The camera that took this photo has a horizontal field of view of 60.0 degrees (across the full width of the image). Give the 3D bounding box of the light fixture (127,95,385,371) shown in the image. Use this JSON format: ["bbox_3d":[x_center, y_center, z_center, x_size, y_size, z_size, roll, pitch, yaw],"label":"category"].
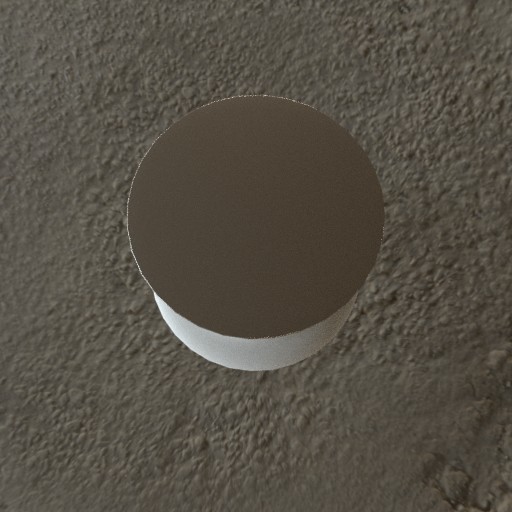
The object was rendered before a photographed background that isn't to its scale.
[{"bbox_3d":[0.000,0.000,0.387,0.199,0.254,0.199,0,77,0],"label":"light fixture"}]
